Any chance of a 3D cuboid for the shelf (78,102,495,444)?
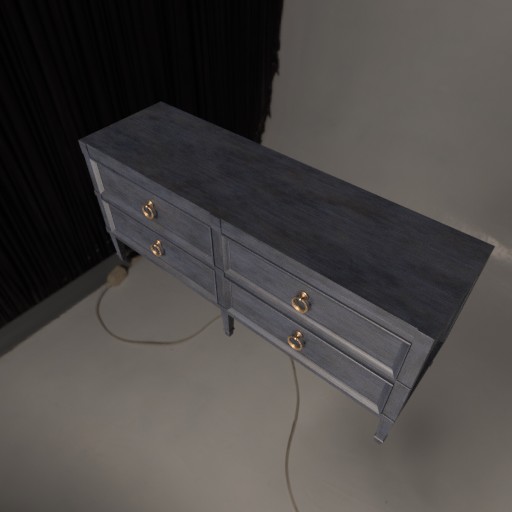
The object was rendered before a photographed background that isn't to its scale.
[{"bbox_3d":[0.000,0.000,1.885,1.575,0.719,0.479,30,52,27],"label":"shelf"}]
